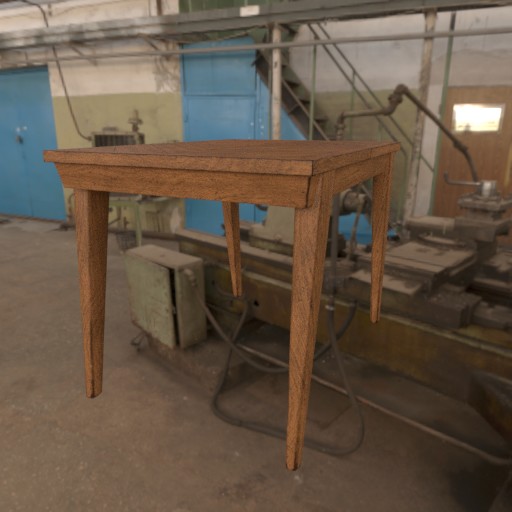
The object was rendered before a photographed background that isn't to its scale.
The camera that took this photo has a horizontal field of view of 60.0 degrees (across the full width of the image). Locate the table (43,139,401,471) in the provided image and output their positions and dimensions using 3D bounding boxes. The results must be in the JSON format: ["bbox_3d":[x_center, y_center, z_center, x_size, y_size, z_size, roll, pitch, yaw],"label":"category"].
[{"bbox_3d":[0.000,0.000,1.566,0.757,0.760,1.027,8,18,25],"label":"table"}]
